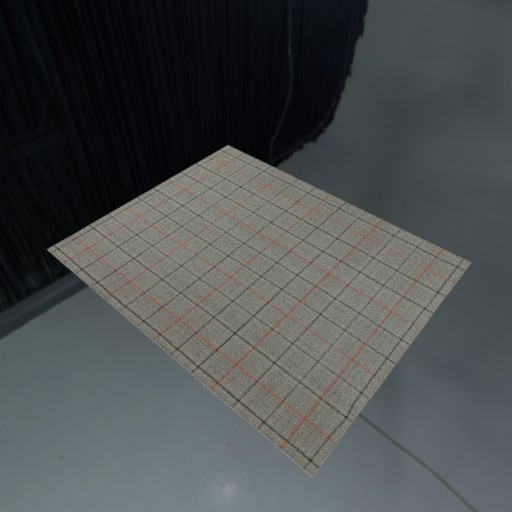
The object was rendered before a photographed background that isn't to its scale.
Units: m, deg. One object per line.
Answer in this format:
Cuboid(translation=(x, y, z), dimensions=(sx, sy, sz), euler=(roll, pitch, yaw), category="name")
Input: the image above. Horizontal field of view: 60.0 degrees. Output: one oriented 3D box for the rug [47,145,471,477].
Cuboid(translation=(0.000, 0.000, 4.076), dimensions=(3.048, 0.012, 2.444), euler=(32, 53, 28), category="rug")
